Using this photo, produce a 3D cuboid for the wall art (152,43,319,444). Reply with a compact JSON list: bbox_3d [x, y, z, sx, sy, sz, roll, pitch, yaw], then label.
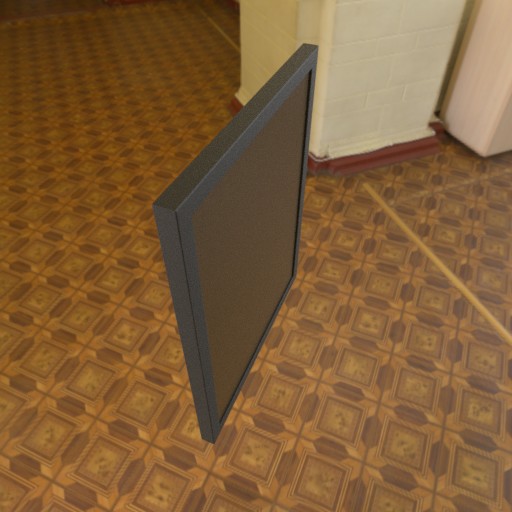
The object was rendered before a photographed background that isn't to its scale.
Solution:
[{"bbox_3d":[0.000,0.000,0.773,0.028,0.558,0.457,17,48,16],"label":"wall art"}]
